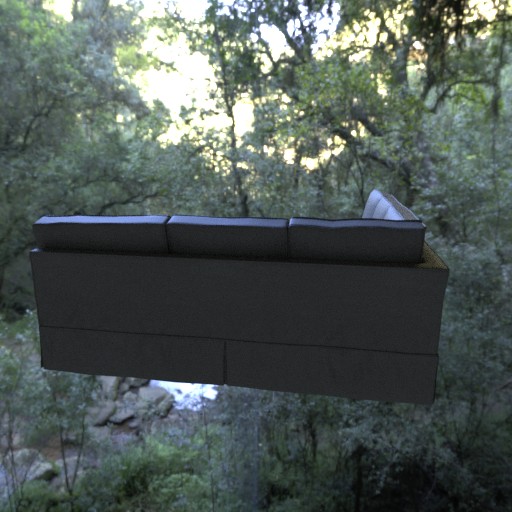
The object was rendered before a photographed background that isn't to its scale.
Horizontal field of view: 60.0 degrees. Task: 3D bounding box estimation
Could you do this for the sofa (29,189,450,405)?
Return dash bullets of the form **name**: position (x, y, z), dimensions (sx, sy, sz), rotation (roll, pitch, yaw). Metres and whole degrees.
- **sofa**: position (0.000, 0.000, 3.951), dimensions (2.623, 1.081, 2.618), rotation (2, 14, 9)
